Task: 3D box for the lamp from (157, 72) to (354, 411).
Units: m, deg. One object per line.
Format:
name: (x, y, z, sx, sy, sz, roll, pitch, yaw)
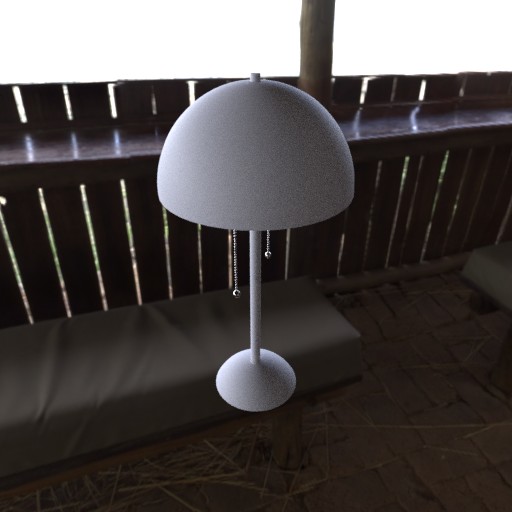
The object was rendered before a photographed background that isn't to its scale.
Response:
lamp: (0.000, 0.000, 0.429, 0.171, 0.330, 0.171, 0, 30, 0)
